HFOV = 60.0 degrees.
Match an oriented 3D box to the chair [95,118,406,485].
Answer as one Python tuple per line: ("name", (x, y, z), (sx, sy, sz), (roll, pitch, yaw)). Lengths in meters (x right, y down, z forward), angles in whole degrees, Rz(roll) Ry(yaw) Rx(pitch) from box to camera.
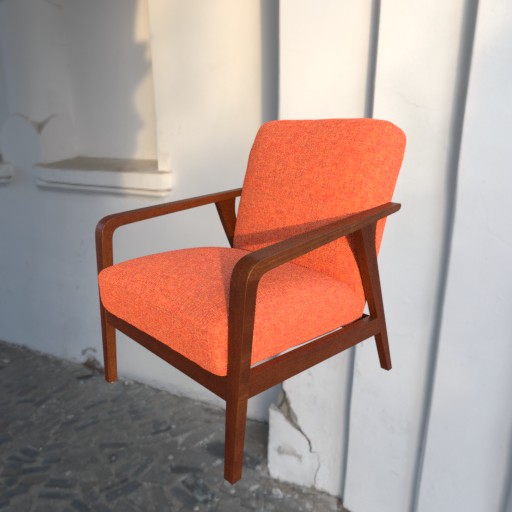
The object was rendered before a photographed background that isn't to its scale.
("chair", (0.000, 0.000, 1.489), (0.860, 0.890, 0.719), (-16, 22, -43))
